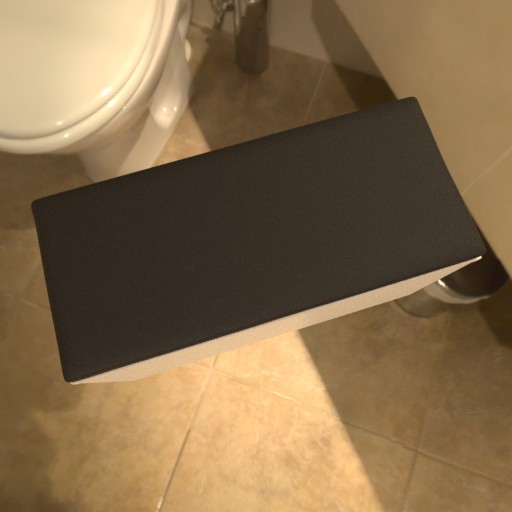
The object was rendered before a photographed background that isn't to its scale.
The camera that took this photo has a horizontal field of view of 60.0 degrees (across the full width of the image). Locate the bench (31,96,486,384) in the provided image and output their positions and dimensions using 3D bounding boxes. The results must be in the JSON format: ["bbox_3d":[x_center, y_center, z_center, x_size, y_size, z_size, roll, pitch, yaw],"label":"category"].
[{"bbox_3d":[0.000,0.000,1.169,0.899,0.500,0.401,-16,76,-4],"label":"bench"}]
